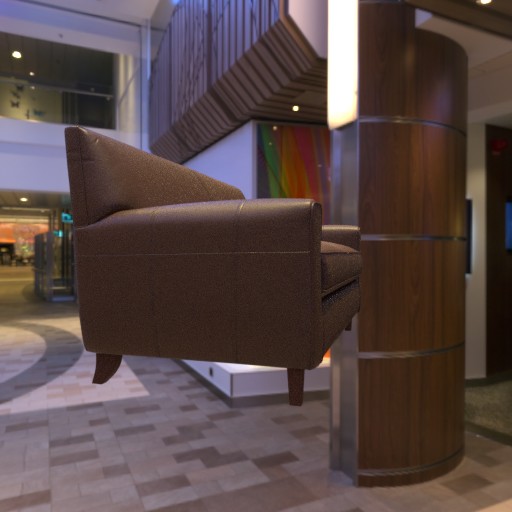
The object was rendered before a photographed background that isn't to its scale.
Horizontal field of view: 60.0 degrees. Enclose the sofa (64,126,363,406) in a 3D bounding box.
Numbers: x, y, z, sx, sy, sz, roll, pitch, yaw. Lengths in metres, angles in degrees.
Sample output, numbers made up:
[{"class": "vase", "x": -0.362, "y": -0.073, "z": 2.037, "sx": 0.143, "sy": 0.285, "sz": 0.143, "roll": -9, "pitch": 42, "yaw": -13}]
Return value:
[{"class": "sofa", "x": 0.000, "y": 0.000, "z": 2.016, "sx": 0.853, "sy": 0.859, "sz": 1.468, "roll": 0, "pitch": 0, "yaw": 18}]
